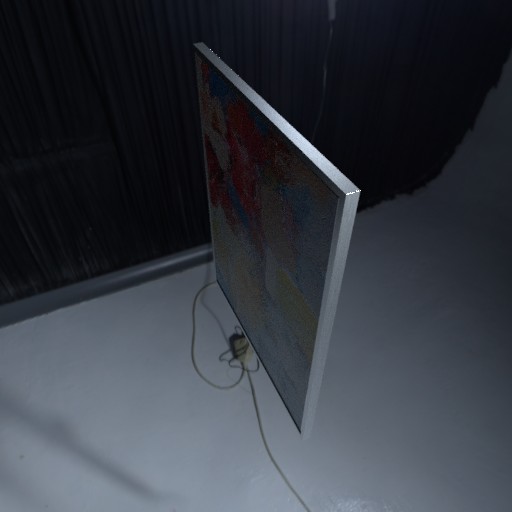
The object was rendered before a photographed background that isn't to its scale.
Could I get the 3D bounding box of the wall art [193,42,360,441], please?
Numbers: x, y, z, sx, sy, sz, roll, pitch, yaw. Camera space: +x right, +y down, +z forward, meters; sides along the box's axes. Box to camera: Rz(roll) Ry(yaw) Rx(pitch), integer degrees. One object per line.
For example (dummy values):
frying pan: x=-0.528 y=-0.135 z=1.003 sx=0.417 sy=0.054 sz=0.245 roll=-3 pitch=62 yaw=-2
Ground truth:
wall art: x=0.000 y=0.000 z=1.421 sx=0.030 sy=1.046 sz=0.816 roll=-18 pitch=47 yaw=-18
